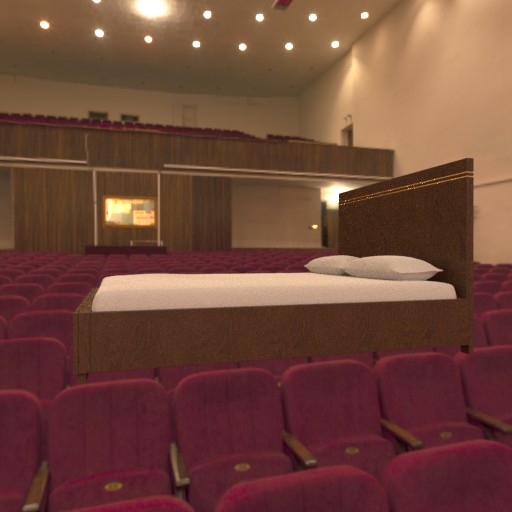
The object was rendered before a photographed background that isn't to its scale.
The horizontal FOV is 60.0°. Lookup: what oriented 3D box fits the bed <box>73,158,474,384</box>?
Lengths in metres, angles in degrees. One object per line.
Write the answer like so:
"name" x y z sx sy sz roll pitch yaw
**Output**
"bed" 0.000 0.000 3.089 2.221 1.169 1.613 0 0 -17
